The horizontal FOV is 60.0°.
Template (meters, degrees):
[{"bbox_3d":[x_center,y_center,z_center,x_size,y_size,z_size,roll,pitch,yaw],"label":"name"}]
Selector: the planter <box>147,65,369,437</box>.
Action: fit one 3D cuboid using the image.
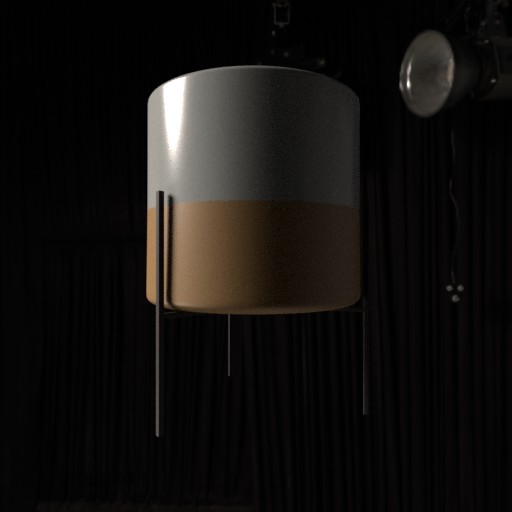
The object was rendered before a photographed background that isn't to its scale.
[{"bbox_3d":[0.000,0.000,0.649,0.310,0.432,0.310,0,0,0],"label":"planter"}]
